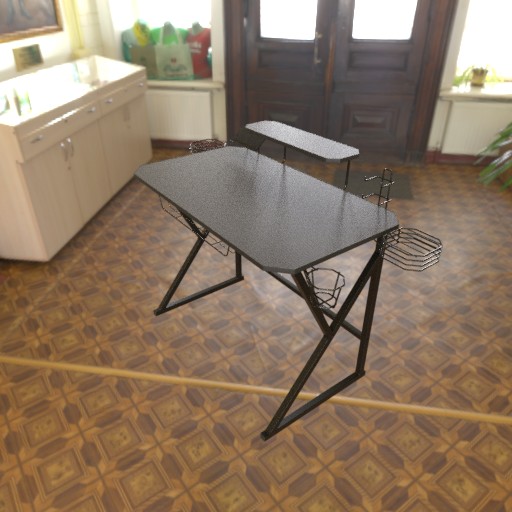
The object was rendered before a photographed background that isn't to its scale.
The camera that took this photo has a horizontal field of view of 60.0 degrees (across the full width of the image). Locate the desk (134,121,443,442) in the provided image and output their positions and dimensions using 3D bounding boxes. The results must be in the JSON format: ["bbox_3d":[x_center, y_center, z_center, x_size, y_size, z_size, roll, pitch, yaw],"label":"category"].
[{"bbox_3d":[0.000,0.000,1.761,0.580,0.880,1.290,-21,37,-31],"label":"desk"}]
